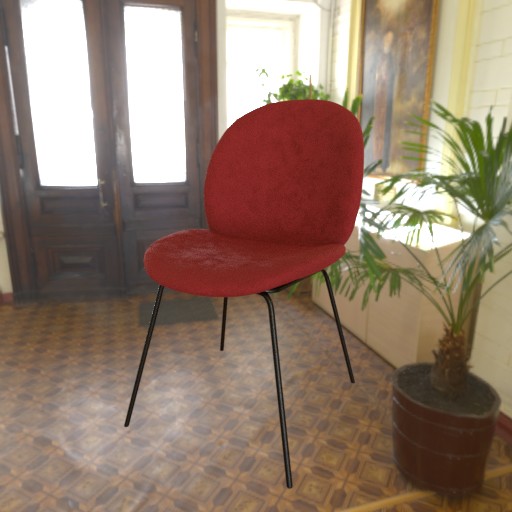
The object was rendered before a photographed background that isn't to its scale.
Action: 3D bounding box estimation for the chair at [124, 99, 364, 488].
[{"bbox_3d":[0.000,0.000,1.126,0.458,0.791,0.587,7,17,26],"label":"chair"}]
